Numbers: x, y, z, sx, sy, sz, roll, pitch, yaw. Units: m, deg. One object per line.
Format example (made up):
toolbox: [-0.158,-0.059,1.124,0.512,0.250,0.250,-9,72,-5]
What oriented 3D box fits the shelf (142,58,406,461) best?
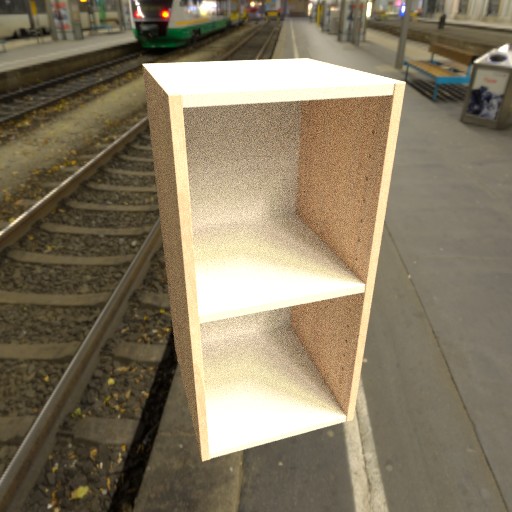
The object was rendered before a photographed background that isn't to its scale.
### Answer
shelf: [0.000,0.000,0.769,0.290,0.594,0.297,-9,31,-15]
